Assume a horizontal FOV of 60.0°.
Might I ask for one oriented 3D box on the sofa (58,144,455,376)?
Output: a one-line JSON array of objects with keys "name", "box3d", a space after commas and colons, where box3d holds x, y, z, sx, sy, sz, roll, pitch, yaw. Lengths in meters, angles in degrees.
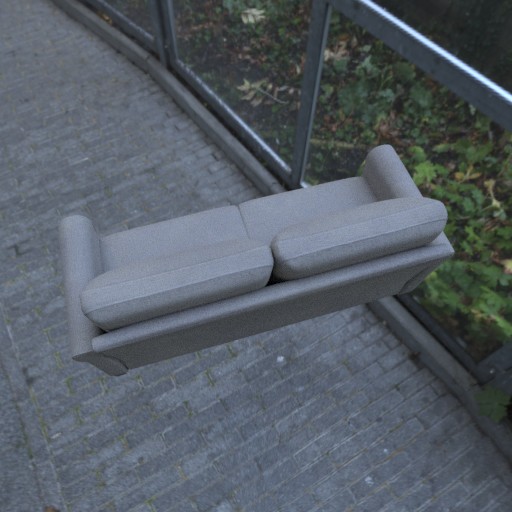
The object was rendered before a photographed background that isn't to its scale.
[{"name": "sofa", "box3d": [0.000, 0.000, 2.378, 1.935, 0.942, 0.842, -14, 60, -9]}]
